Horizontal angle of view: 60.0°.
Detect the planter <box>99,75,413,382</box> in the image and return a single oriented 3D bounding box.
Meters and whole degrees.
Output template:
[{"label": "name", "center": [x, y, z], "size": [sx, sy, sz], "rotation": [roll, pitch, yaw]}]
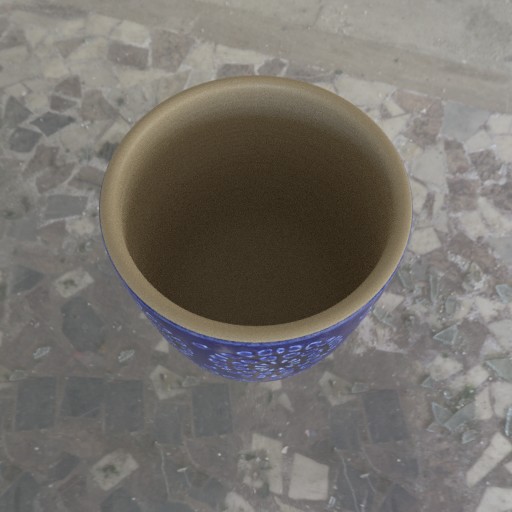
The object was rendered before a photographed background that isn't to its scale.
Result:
[{"label": "planter", "center": [0.000, 0.000, 0.203], "size": [0.109, 0.112, 0.109], "rotation": [0, 65, 0]}]
